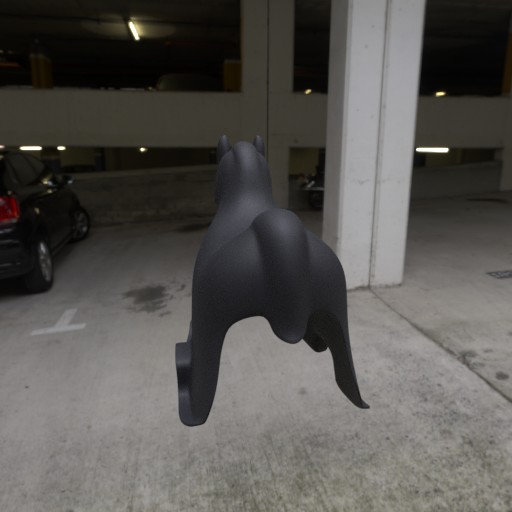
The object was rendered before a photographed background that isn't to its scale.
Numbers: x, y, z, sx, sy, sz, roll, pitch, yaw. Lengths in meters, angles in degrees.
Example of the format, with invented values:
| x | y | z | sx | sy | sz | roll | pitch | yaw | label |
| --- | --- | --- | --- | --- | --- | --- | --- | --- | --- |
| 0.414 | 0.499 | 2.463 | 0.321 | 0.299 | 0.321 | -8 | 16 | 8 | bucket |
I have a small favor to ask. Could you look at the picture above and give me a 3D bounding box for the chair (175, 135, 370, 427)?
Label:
| x | y | z | sx | sy | sz | roll | pitch | yaw | label |
| --- | --- | --- | --- | --- | --- | --- | --- | --- | --- |
| 0.000 | 0.000 | 1.145 | 0.429 | 0.612 | 0.800 | -2 | 14 | -9 | chair |
